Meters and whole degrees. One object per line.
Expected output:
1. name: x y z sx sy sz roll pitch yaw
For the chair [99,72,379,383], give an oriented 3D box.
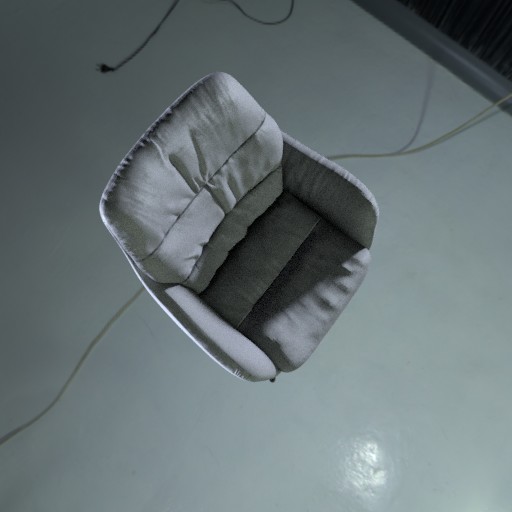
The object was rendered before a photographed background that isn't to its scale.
1. chair: 0.000 0.000 1.250 0.569 0.888 0.579 36 79 9
